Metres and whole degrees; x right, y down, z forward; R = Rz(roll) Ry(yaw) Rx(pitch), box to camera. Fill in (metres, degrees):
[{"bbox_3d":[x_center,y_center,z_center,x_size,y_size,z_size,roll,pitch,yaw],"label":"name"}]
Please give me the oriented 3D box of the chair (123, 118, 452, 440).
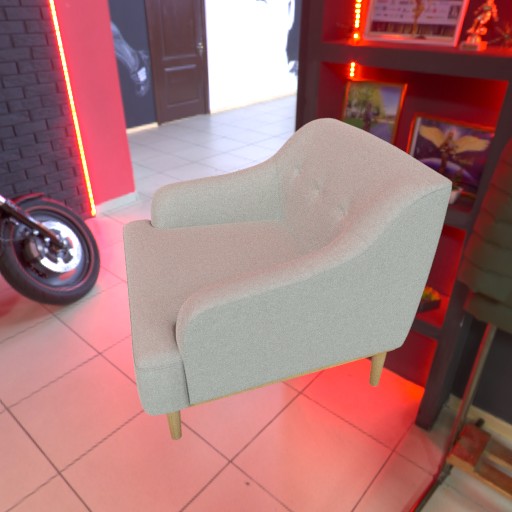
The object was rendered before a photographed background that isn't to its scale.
[{"bbox_3d":[0.000,0.000,1.653,0.951,0.818,0.946,-9,32,-14],"label":"chair"}]
